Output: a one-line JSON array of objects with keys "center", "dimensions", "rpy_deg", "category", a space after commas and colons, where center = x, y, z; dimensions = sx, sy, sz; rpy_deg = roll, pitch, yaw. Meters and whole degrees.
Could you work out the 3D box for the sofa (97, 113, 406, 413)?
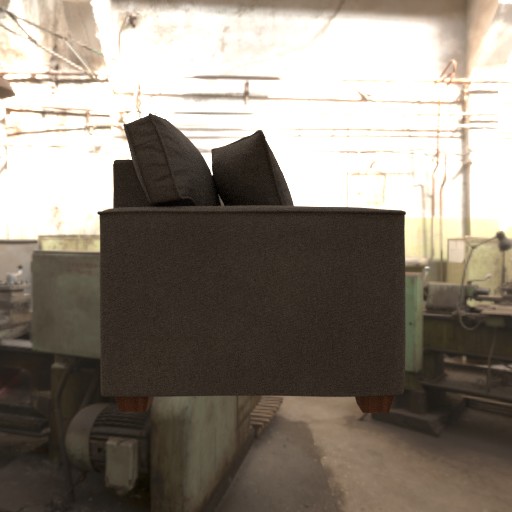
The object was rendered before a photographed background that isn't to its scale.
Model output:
[{"center": [0.000, 0.000, 2.065], "dimensions": [0.991, 0.989, 1.388], "rpy_deg": [0, 1, 1], "category": "sofa"}]
